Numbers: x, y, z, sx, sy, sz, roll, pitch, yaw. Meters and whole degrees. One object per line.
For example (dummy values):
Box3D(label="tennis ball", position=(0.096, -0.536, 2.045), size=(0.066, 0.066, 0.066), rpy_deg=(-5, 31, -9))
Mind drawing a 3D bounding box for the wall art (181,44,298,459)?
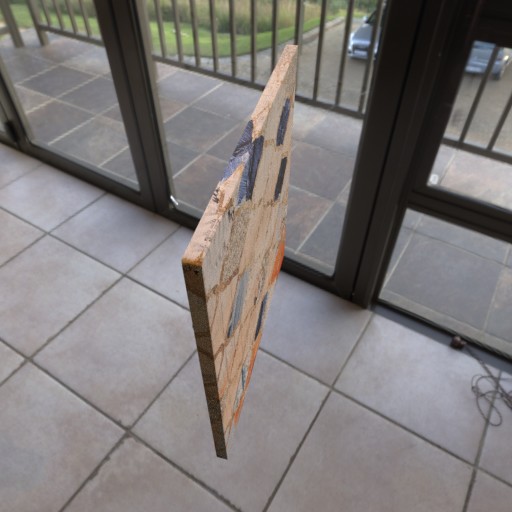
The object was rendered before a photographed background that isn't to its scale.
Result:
Box3D(label="wall art", position=(0.000, 0.000, 1.357), size=(0.039, 0.914, 0.912), rpy_deg=(10, 48, 9))
